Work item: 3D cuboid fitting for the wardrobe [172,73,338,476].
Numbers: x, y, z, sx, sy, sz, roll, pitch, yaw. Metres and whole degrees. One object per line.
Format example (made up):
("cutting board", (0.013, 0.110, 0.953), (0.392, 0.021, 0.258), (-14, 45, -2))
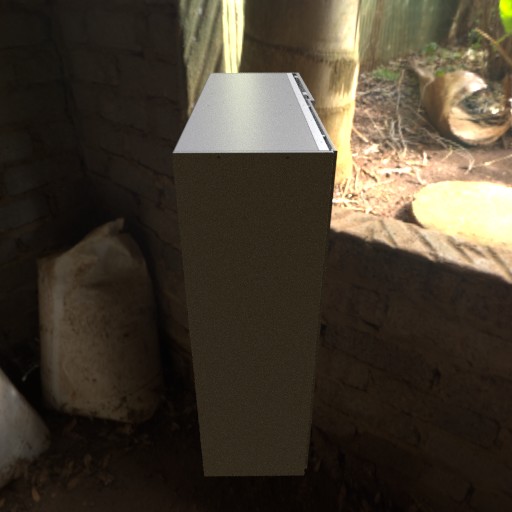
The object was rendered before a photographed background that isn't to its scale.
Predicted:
("wardrobe", (0.000, 0.000, 2.875), (0.629, 1.960, 1.780), (0, 31, -1))
